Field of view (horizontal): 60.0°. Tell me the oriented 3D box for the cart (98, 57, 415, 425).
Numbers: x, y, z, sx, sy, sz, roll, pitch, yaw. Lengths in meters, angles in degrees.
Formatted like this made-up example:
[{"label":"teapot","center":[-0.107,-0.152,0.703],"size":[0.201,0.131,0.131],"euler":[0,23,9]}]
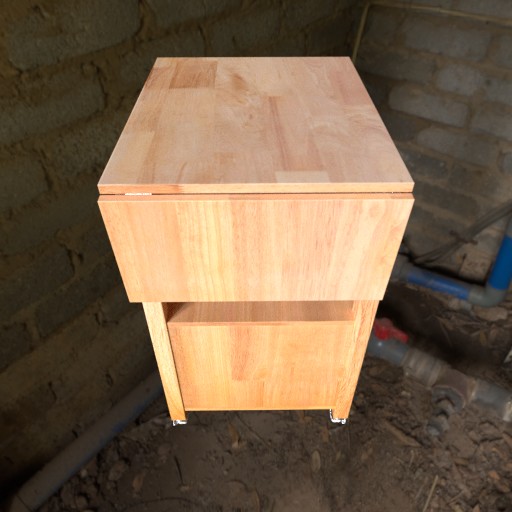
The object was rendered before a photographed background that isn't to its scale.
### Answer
[{"label":"cart","center":[0.000,0.000,1.199],"size":[0.508,0.838,0.640],"euler":[0,42,-1]}]
